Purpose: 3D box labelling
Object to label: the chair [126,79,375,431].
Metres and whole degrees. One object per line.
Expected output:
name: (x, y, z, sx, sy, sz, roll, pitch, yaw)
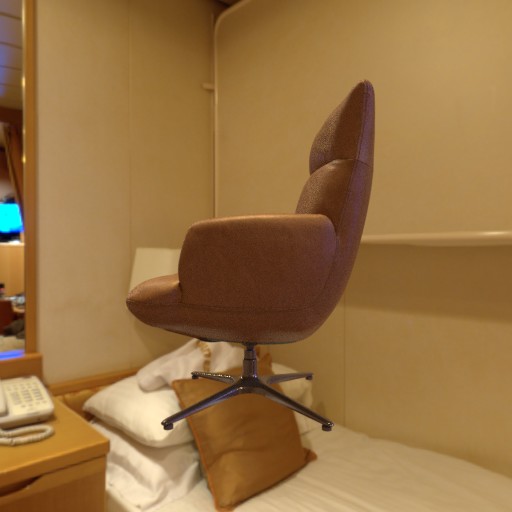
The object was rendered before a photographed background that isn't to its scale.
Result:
chair: (0.000, 0.000, 1.576, 0.794, 1.027, 0.711, 0, 1, 1)
